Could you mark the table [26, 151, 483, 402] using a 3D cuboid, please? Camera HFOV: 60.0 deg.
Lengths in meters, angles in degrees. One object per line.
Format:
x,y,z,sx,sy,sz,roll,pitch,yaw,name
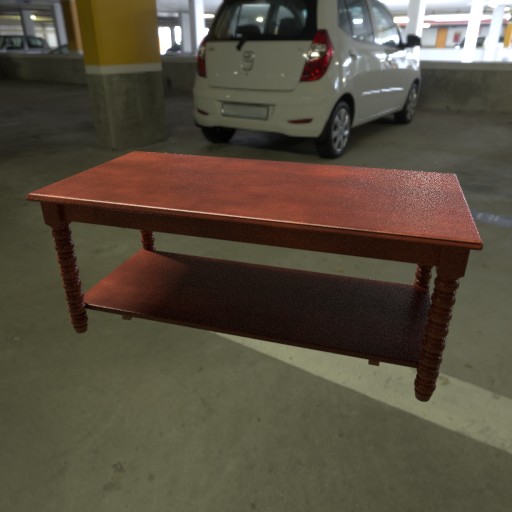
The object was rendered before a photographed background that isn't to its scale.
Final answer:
0.000,0.000,1.430,1.171,0.485,0.580,7,27,15,table
